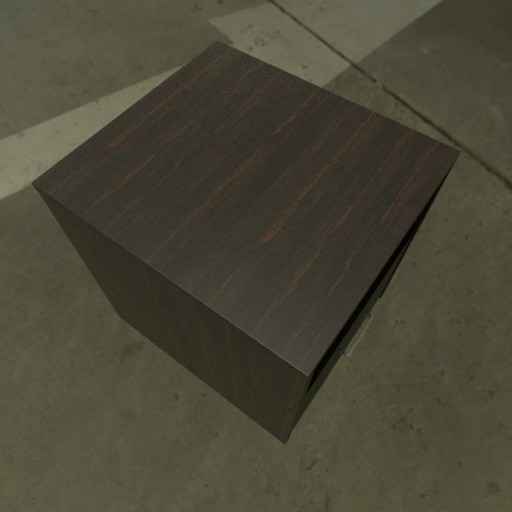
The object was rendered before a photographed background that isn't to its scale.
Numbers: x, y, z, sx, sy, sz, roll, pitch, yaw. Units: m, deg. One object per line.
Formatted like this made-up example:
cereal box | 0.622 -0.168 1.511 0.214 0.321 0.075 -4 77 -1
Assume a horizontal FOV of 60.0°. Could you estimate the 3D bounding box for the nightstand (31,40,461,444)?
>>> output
nightstand | 0.000 0.000 0.808 0.461 0.460 0.400 32 64 18
